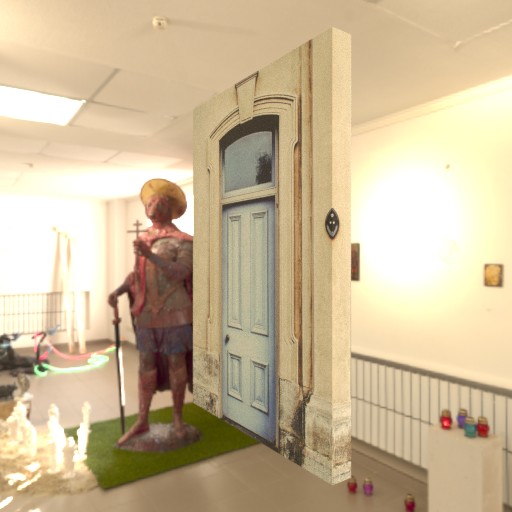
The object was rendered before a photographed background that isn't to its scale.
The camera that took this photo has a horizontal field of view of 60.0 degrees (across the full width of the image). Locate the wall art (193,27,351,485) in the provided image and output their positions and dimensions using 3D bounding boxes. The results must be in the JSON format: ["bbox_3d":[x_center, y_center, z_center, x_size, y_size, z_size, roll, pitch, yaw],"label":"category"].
[{"bbox_3d":[0.000,0.000,0.762,0.036,0.607,0.403,0,0,-35],"label":"wall art"}]
